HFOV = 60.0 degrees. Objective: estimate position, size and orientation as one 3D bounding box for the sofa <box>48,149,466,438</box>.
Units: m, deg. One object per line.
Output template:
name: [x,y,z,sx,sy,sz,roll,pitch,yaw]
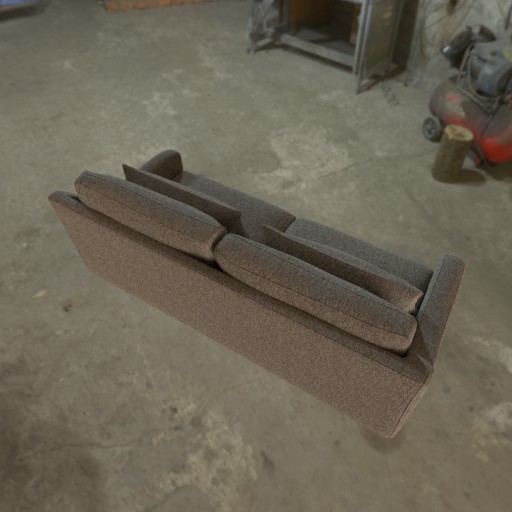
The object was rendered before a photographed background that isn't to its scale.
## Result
sofa: [0.000,0.000,2.869,2.418,0.998,1.103,24,50,22]
